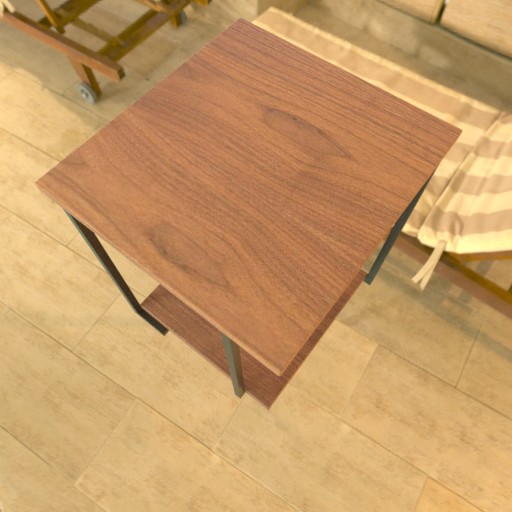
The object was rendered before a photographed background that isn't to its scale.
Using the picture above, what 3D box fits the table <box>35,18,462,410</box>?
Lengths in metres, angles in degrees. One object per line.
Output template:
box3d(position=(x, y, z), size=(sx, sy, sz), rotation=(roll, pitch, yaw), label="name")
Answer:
box3d(position=(0.000, 0.000, 0.825), size=(0.384, 0.567, 0.411), rotation=(35, 68, 16), label="table")
